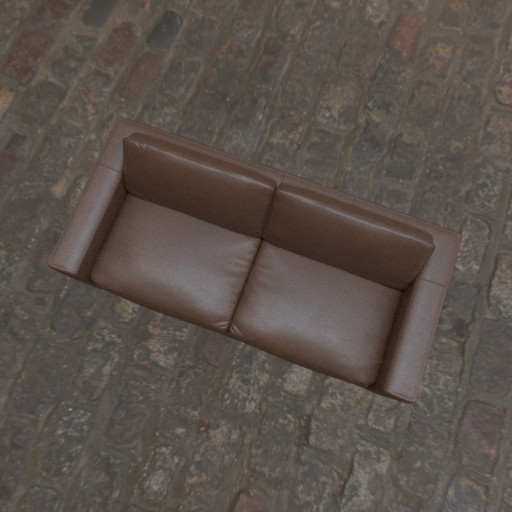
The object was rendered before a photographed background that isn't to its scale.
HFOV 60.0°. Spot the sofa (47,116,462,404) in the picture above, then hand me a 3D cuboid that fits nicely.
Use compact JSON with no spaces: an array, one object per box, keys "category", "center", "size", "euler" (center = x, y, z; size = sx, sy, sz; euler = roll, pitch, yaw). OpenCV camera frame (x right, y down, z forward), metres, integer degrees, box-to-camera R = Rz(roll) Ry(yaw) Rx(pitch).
[{"category":"sofa","center":[0.000,0.000,2.776],"size":[2.262,0.801,1.070],"euler":[20,78,4]}]
